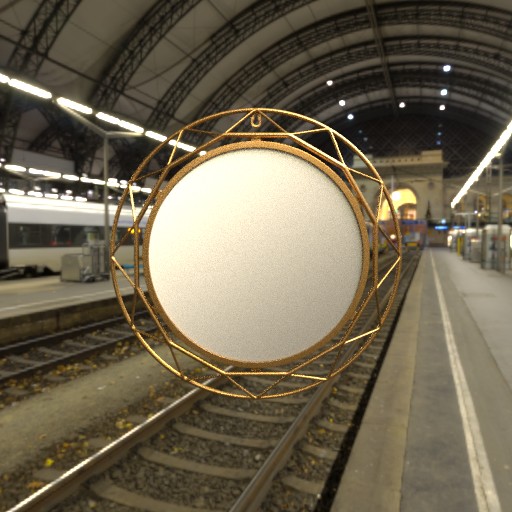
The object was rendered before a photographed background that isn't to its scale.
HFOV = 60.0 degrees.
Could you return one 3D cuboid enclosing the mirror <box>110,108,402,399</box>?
[{"bbox_3d":[0.000,0.000,0.671,0.454,0.454,0.043,0,2,0],"label":"mirror"}]
